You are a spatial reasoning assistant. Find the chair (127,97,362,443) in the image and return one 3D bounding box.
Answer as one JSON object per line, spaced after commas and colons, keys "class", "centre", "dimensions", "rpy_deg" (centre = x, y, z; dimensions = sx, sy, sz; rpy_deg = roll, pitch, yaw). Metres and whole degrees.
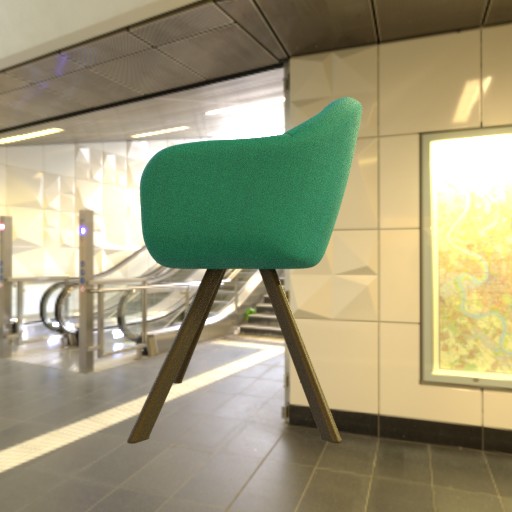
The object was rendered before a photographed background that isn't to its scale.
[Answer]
{"class": "chair", "centre": [0.000, 0.000, 1.185], "dimensions": [0.550, 0.795, 0.590], "rpy_deg": [0, 0, 0]}
